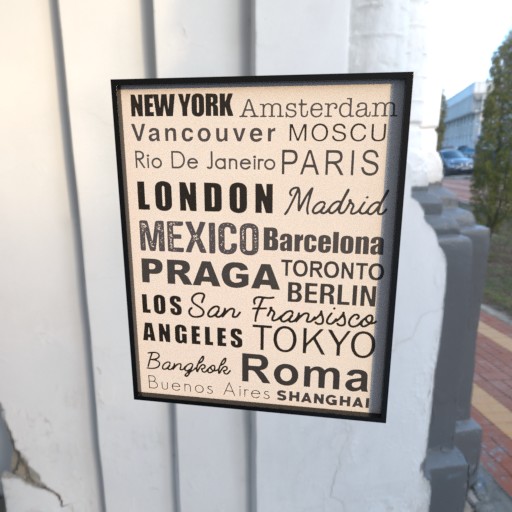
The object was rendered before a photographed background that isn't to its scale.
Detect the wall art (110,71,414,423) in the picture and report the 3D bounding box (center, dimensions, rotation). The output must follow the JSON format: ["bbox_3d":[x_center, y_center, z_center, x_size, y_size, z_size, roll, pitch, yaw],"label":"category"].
[{"bbox_3d":[0.000,0.000,0.730,0.448,0.551,0.038,2,14,9],"label":"wall art"}]
